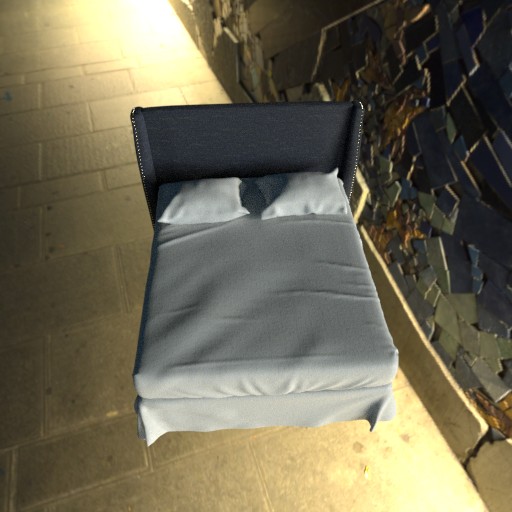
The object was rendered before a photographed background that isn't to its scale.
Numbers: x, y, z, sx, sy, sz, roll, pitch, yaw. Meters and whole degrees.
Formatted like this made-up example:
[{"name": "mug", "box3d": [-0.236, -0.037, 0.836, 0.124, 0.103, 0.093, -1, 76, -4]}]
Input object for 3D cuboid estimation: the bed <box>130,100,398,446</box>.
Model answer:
[{"name": "bed", "box3d": [0.000, 0.000, 3.369, 1.925, 1.332, 2.276, -3, 47, -2]}]
